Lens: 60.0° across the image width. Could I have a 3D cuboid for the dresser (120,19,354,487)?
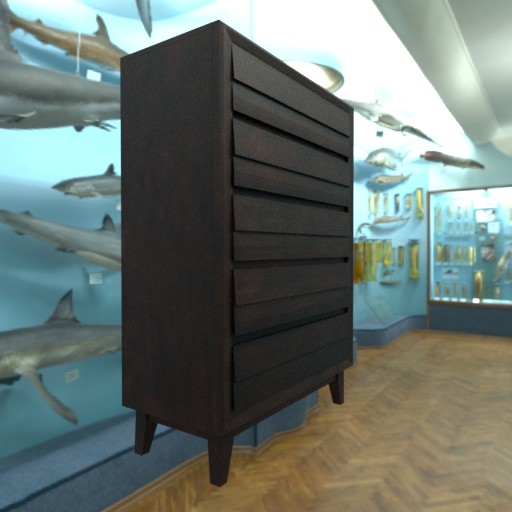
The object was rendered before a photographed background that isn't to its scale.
[{"bbox_3d":[0.000,0.000,1.986,0.506,1.514,1.072,1,1,35],"label":"dresser"}]
